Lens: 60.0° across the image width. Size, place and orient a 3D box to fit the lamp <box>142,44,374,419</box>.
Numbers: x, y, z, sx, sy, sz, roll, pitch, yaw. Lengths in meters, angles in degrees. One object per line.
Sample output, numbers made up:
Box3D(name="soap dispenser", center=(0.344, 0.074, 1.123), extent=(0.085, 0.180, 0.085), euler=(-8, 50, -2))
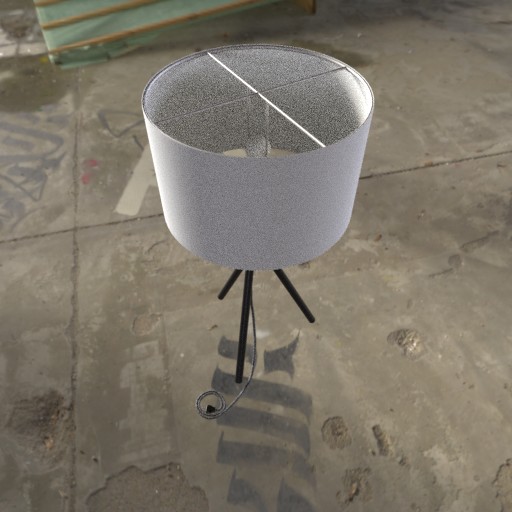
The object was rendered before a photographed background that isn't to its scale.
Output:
Box3D(name="lamp", center=(0.000, 0.000, 0.906), extent=(0.353, 0.674, 0.422), euler=(4, 47, 4))
